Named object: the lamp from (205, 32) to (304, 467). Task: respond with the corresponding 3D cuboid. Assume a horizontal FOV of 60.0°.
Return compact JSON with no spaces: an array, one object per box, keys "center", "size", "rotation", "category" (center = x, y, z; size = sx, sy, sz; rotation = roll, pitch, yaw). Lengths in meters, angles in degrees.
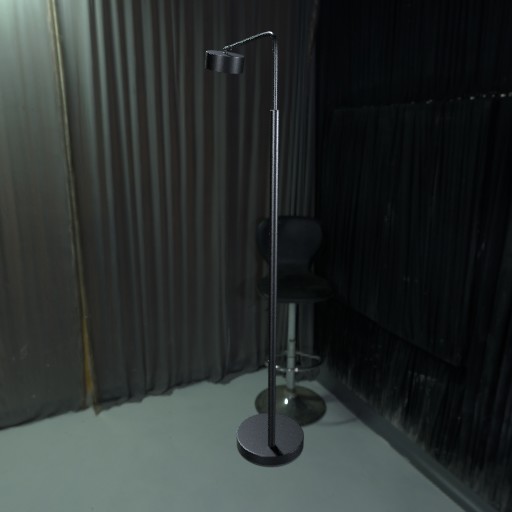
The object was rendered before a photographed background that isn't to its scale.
[{"center":[0.000,0.000,1.378],"size":[0.219,1.230,0.418],"rotation":[-8,17,-27],"category":"lamp"}]
